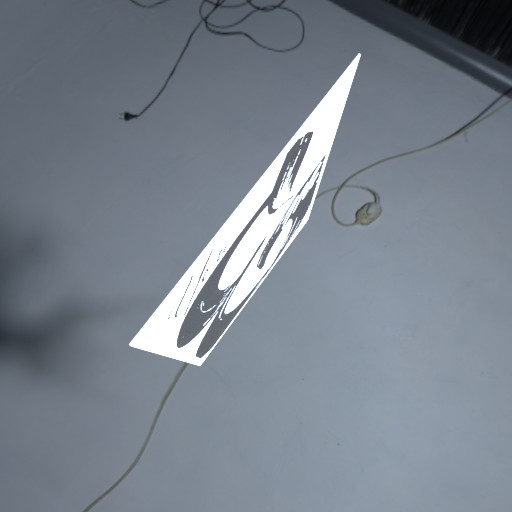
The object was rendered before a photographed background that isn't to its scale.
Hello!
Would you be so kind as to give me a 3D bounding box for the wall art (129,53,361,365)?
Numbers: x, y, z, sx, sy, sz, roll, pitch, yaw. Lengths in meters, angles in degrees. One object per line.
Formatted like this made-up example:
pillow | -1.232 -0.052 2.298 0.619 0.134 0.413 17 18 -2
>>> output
wall art | 0.000 0.000 0.815 0.003 0.609 0.457 35 77 9
